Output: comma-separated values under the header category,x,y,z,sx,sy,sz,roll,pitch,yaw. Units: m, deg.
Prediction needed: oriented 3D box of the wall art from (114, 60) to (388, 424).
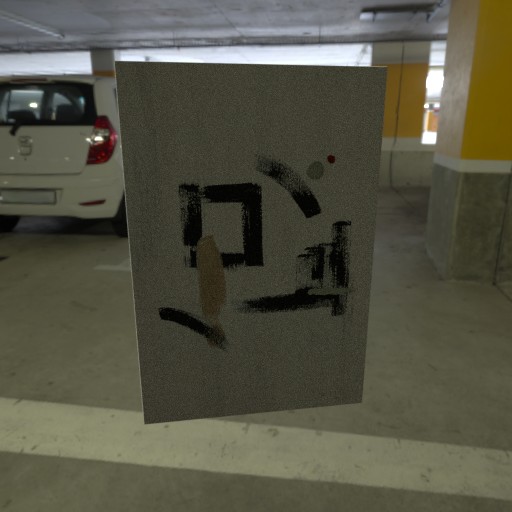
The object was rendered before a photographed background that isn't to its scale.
category,x,y,z,sx,sy,sz,roll,pitch,yaw
wall art,0.000,0.000,1.146,0.624,0.914,0.043,-3,16,-9
